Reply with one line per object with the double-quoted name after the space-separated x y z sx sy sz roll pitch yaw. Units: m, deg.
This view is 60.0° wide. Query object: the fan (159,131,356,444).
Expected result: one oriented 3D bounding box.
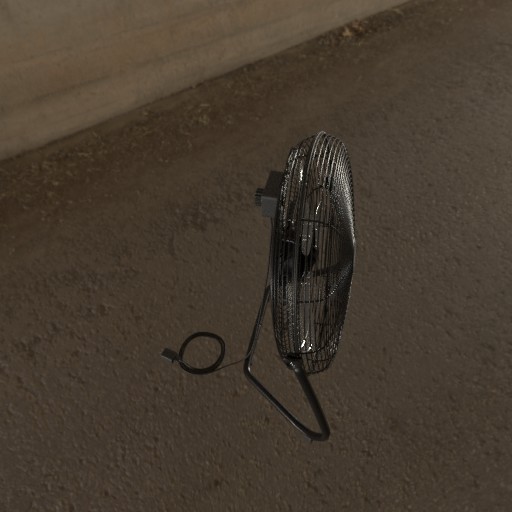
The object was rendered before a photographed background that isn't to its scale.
0.000 0.000 1.039 0.470 0.605 0.595 10 48 9 "fan"
